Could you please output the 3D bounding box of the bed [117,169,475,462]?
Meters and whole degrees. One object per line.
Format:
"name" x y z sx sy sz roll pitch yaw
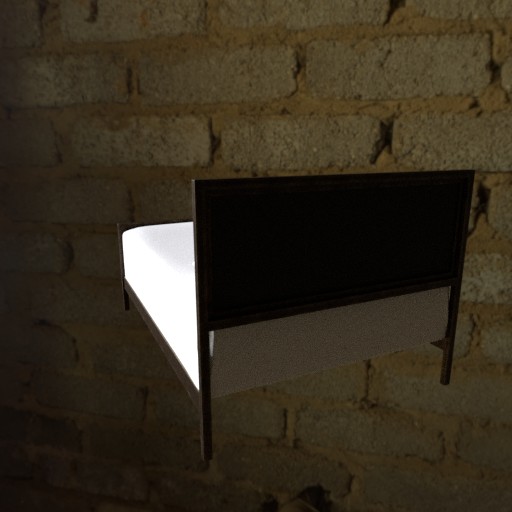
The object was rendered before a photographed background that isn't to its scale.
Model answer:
"bed" 0.000 0.000 3.227 1.607 1.313 2.221 -7 16 -25
